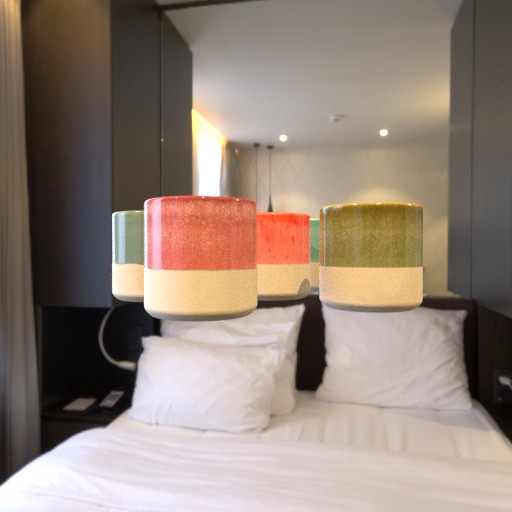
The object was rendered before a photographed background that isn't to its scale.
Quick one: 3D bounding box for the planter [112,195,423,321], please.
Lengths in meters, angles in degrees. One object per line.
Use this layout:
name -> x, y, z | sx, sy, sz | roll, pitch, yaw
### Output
planter -> 0.000, 0.000, 0.417 | 0.257, 0.075, 0.286 | 0, 1, -19
